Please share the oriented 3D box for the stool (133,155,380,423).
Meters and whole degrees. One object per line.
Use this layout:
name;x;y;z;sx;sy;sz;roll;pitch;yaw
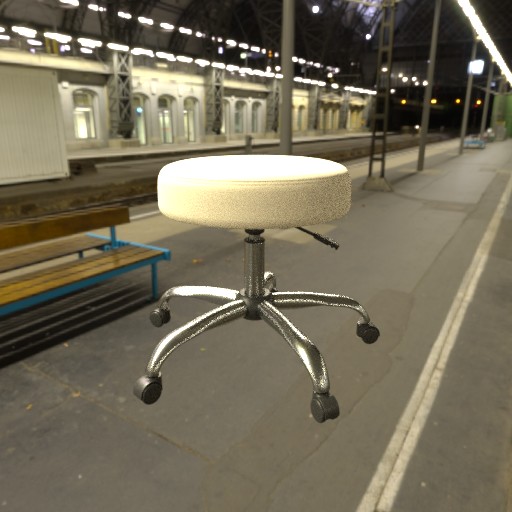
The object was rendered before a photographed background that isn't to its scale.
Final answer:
stool;0.000;0.000;1.086;0.634;0.482;0.614;3;17;10
